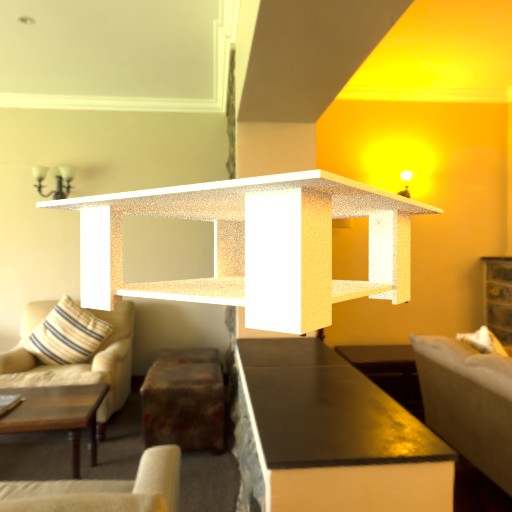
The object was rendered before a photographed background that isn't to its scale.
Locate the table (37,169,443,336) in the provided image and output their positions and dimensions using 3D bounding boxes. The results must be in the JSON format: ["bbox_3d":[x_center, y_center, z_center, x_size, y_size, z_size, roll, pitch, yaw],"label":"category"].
[{"bbox_3d":[0.000,0.000,1.361,0.890,0.305,0.890,0,1,35],"label":"table"}]
